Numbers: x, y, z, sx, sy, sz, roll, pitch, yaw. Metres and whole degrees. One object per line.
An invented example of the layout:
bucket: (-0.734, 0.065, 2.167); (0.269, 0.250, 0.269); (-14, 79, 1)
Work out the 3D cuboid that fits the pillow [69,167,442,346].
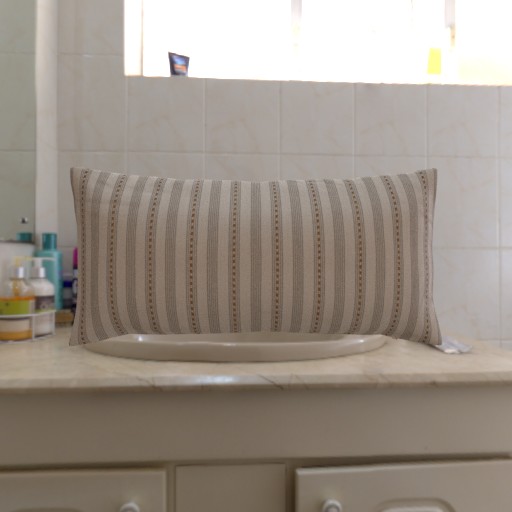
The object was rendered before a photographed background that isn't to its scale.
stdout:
pillow: (0.000, 0.000, 0.723); (0.608, 0.291, 0.151); (0, -1, -1)
